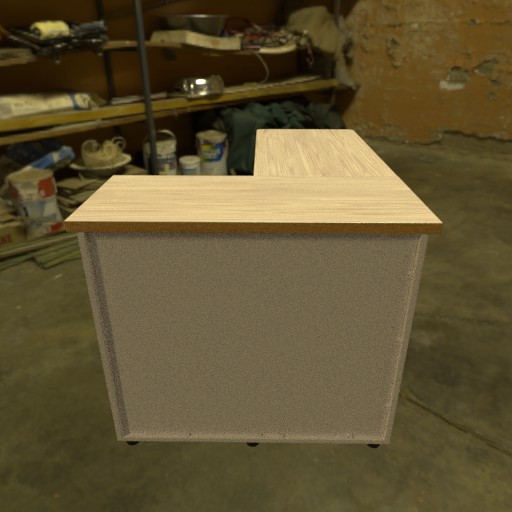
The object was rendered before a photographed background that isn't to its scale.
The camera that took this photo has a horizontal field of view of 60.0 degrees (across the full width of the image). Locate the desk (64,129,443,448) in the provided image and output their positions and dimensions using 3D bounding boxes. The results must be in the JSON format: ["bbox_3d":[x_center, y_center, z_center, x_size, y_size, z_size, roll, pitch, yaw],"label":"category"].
[{"bbox_3d":[0.000,0.000,1.743,0.900,0.760,1.170,0,26,1],"label":"desk"}]
